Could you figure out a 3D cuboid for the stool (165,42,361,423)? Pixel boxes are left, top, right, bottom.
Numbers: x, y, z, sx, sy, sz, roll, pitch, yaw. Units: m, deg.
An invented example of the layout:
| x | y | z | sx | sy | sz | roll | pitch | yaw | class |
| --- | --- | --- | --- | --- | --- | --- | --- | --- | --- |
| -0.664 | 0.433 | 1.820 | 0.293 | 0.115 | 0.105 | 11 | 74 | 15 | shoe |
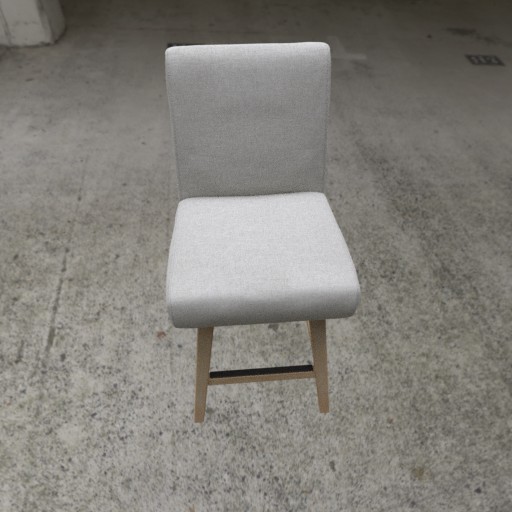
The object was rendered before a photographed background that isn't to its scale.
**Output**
| x | y | z | sx | sy | sz | roll | pitch | yaw | class |
| --- | --- | --- | --- | --- | --- | --- | --- | --- | --- |
| 0.000 | 0.000 | 1.395 | 0.507 | 1.085 | 0.606 | -3 | 46 | -3 | stool |
